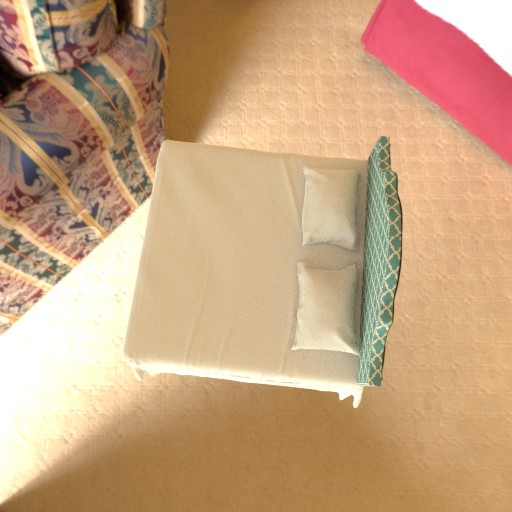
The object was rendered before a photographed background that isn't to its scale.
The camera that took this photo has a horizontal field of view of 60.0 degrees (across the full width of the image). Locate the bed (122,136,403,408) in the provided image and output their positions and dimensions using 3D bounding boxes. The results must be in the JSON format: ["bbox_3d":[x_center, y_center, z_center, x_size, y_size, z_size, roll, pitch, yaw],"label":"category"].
[{"bbox_3d":[0.000,0.000,3.768,2.222,1.601,2.314,6,75,2],"label":"bed"}]
